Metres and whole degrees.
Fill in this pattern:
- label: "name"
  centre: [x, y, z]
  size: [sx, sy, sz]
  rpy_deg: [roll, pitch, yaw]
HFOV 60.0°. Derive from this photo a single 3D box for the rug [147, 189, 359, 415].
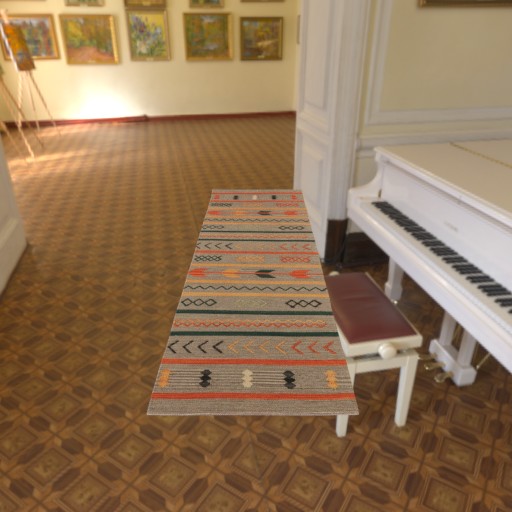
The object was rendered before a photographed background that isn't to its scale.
- label: "rug"
  centre: [0.000, 0.000, 2.610]
  size: [0.744, 0.022, 2.419]
  rpy_deg: [0, 27, 0]
